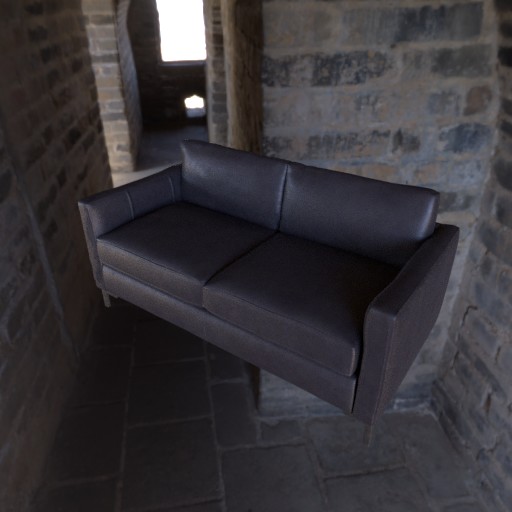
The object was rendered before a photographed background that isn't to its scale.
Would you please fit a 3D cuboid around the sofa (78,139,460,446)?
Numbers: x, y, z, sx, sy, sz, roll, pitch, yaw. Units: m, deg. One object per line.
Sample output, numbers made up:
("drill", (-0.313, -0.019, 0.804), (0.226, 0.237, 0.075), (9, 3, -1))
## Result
("sofa", (0.000, 0.000, 2.335), (1.805, 0.883, 0.947), (18, 34, 28))
